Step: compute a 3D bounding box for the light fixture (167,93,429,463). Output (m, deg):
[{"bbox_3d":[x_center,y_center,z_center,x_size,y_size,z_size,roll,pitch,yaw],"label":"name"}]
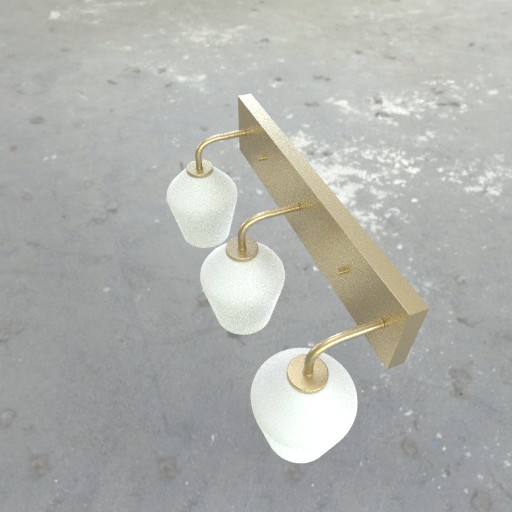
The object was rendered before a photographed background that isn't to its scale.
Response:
[{"bbox_3d":[0.000,0.000,0.724,0.190,0.280,0.609,-16,48,-15],"label":"light fixture"}]
